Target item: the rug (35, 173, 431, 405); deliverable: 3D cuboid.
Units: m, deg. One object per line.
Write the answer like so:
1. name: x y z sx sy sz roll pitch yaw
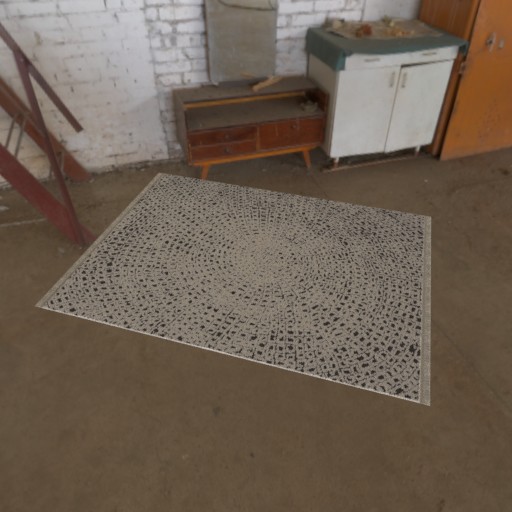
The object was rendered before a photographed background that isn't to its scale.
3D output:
1. rug: 0.000 0.000 2.165 1.634 0.003 1.190 11 42 13
